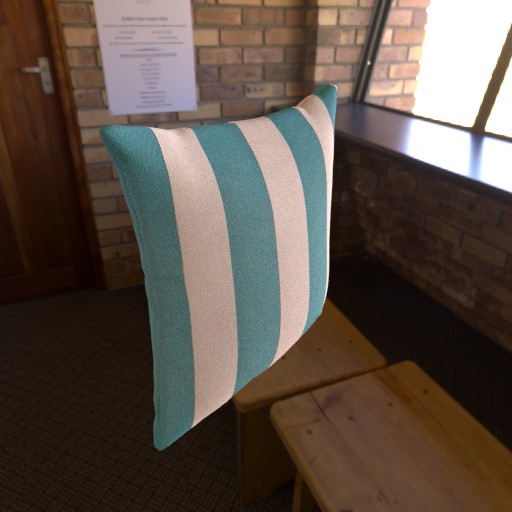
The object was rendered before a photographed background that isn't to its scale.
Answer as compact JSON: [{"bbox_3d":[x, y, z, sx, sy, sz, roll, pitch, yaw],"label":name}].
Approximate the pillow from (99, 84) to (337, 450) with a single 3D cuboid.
[{"bbox_3d":[0.000,0.000,0.779,0.189,0.526,0.536,18,32,32],"label":"pillow"}]
